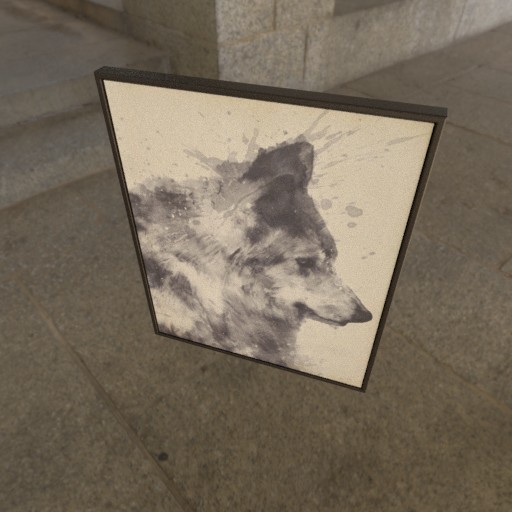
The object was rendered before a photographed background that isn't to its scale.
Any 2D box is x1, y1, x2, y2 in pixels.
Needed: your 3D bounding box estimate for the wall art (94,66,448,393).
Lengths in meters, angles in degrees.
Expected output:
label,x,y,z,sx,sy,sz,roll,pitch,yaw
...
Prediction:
label,x,y,z,sx,sy,sz,roll,pitch,yaw
wall art,0.000,0.000,0.730,0.451,0.551,0.028,12,43,14
